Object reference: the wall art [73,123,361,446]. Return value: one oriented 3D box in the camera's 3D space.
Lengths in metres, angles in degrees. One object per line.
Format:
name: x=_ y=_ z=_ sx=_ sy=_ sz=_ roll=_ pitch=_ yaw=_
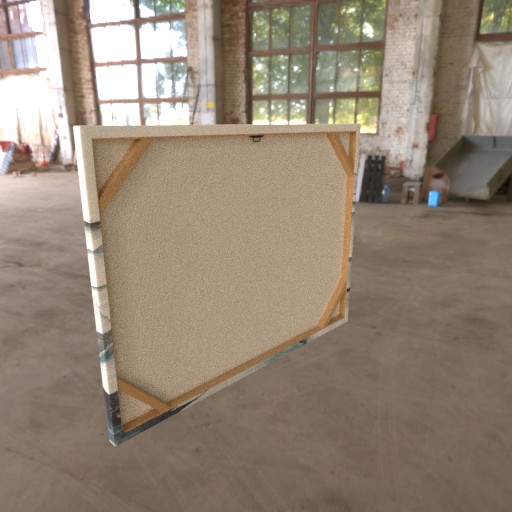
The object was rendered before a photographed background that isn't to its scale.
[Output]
wall art: x=0.000 y=0.000 z=1.606 sx=0.039 sy=0.915 sz=1.219 roll=16 pitch=23 yaw=43
